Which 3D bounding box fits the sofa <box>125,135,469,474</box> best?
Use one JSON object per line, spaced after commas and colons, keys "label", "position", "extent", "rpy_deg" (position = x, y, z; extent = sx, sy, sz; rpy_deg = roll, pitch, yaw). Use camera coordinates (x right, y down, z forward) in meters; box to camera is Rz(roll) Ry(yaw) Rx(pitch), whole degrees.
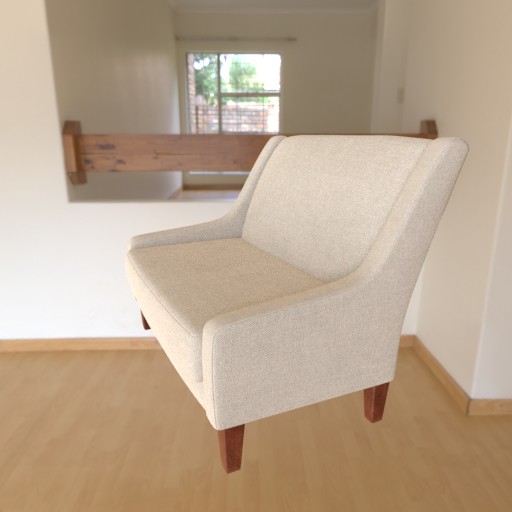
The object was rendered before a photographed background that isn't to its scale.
{"label": "sofa", "position": [0.000, 0.000, 1.859], "extent": [0.946, 0.976, 1.212], "rpy_deg": [-7, 17, -25]}
